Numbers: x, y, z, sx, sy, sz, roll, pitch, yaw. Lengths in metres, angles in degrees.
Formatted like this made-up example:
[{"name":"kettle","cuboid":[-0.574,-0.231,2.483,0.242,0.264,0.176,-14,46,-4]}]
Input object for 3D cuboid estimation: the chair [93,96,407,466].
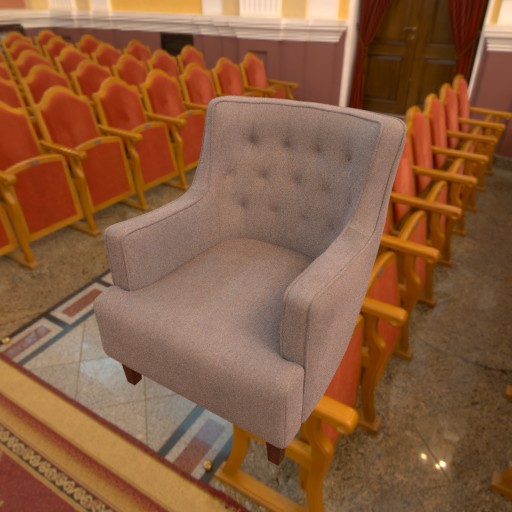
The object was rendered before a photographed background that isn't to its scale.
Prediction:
[{"name":"chair","cuboid":[0.000,0.000,1.579,0.781,0.919,0.910,18,36,27]}]
